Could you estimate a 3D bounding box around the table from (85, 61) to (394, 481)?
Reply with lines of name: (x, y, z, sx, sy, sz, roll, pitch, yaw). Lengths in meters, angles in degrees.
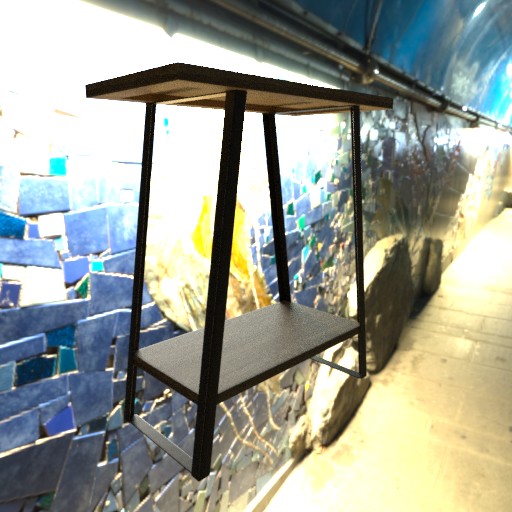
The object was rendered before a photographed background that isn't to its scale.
table: (0.000, 0.000, 1.002, 0.599, 0.701, 0.300, -12, 18, -43)
